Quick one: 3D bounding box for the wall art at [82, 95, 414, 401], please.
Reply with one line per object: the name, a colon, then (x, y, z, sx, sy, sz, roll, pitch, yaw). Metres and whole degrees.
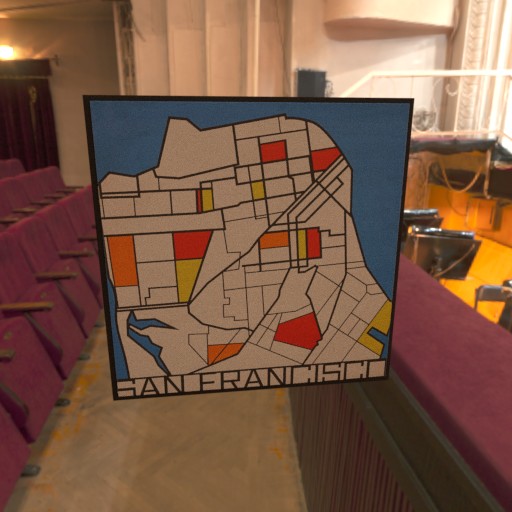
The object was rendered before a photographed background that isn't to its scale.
wall art: (0.000, 0.000, 0.675, 0.458, 0.457, 0.013, -2, 16, -7)
